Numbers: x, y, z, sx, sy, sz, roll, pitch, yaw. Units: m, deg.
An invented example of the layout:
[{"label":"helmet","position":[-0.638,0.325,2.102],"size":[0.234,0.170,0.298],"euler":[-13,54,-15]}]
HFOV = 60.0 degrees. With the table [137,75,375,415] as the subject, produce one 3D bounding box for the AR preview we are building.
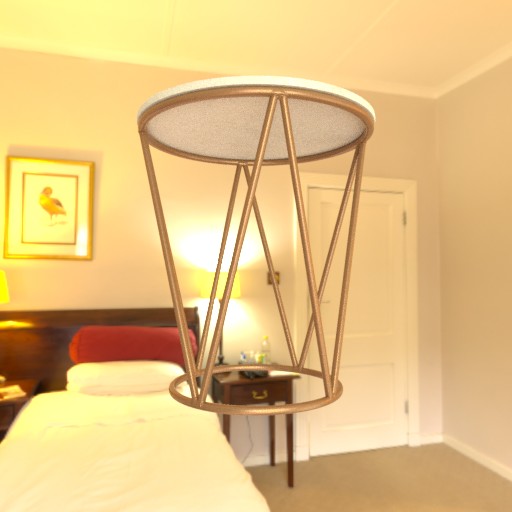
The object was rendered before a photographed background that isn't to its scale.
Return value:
[{"label":"table","position":[0.000,0.000,0.952],"size":[0.500,0.564,0.500],"euler":[0,-2,0]}]
